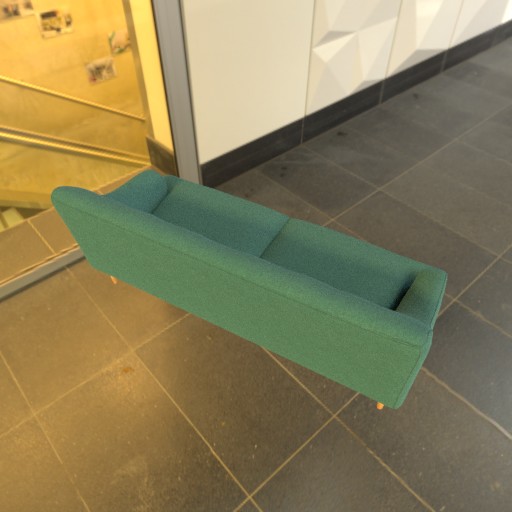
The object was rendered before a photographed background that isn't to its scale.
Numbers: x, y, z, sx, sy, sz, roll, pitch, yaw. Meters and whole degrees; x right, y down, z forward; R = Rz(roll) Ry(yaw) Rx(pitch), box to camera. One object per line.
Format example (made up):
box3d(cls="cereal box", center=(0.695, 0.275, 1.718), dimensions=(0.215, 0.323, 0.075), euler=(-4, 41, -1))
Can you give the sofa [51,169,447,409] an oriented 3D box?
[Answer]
box3d(cls="sofa", center=(0.000, 0.000, 2.585), dimensions=(2.057, 0.871, 0.978), euler=(22, 49, 20))
